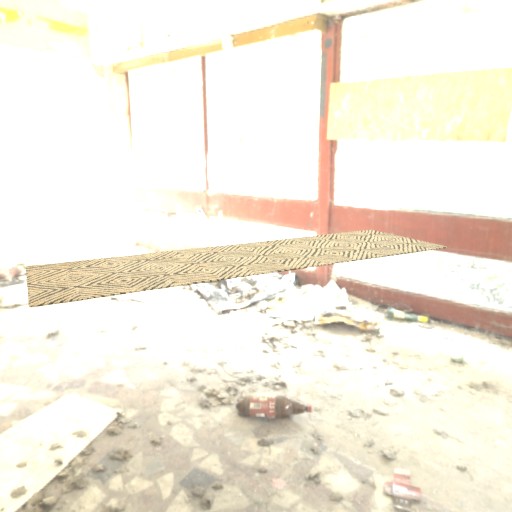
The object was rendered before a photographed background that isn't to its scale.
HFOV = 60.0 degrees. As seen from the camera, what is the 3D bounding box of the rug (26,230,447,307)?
[{"bbox_3d":[0.000,0.000,2.465,2.277,0.008,0.676,-7,15,-27],"label":"rug"}]
